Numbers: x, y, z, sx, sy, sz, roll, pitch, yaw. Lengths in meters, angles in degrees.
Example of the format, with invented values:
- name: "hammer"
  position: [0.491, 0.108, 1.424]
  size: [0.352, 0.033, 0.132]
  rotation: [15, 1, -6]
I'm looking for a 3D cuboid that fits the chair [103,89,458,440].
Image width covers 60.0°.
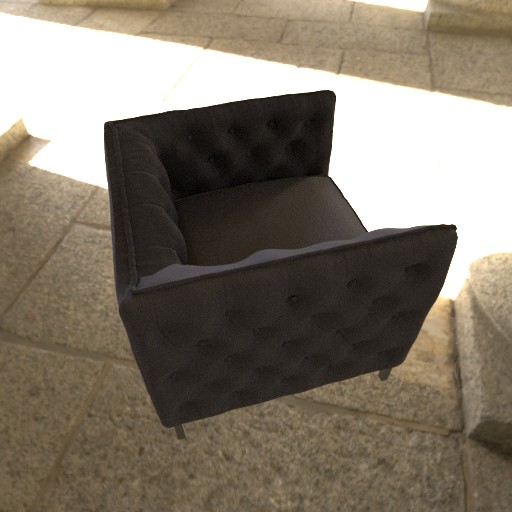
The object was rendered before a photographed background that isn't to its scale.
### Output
- name: "chair"
  position: [0.000, 0.000, 1.634]
  size: [0.913, 0.807, 0.946]
  rotation: [-12, 47, -11]
